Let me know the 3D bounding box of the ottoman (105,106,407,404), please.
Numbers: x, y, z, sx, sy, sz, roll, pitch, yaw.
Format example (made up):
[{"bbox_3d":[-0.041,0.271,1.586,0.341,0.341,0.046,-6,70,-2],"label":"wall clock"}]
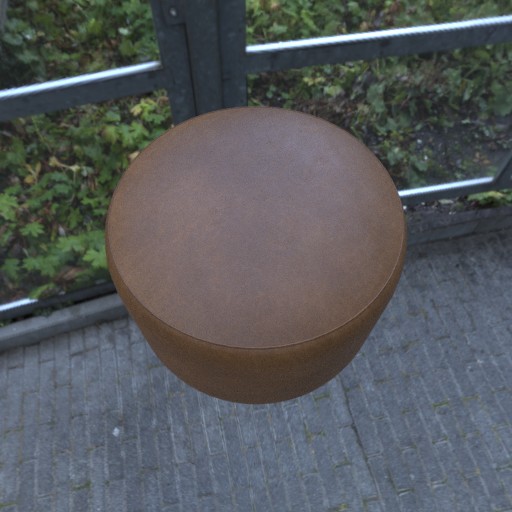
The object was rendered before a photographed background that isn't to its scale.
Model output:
[{"bbox_3d":[0.000,0.000,1.023,0.607,0.438,0.607,0,60,0],"label":"ottoman"}]
